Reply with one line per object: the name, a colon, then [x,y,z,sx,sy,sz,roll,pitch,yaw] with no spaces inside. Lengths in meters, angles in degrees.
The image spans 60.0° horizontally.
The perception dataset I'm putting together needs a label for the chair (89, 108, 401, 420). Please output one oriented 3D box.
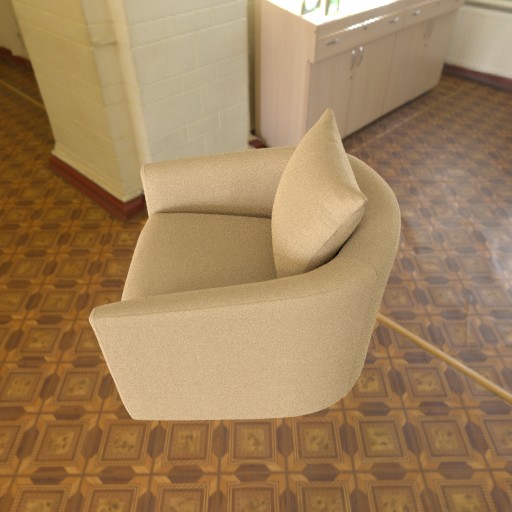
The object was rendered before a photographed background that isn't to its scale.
chair: [0.000,0.000,1.579,0.910,0.848,0.845,-1,41,-1]
